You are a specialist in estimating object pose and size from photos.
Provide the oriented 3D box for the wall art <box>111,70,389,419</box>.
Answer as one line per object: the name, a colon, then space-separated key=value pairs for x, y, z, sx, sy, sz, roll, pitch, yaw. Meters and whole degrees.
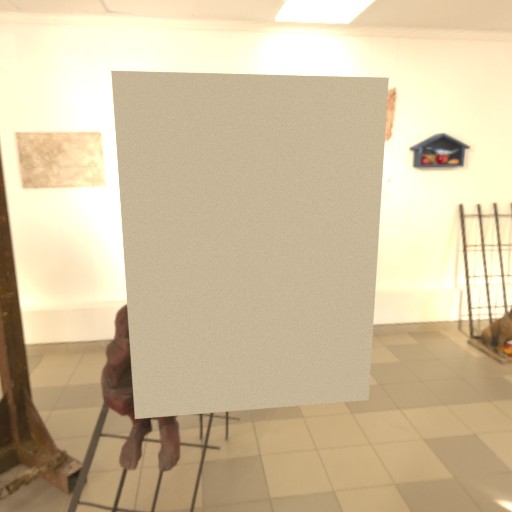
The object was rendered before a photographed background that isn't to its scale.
wall art: x=0.000 y=0.000 z=0.793 sx=0.457 sy=0.609 sz=0.003 roll=-2 pitch=13 yaw=-8
